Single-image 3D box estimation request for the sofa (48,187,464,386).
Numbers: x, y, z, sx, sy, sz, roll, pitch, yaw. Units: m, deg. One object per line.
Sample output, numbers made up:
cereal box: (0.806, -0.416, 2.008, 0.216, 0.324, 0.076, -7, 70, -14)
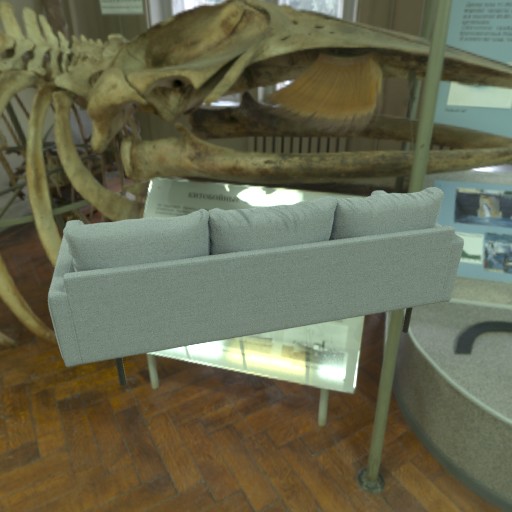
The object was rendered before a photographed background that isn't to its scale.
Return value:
sofa: (0.000, 0.000, 2.459, 2.000, 0.830, 0.850, -7, 28, -14)
